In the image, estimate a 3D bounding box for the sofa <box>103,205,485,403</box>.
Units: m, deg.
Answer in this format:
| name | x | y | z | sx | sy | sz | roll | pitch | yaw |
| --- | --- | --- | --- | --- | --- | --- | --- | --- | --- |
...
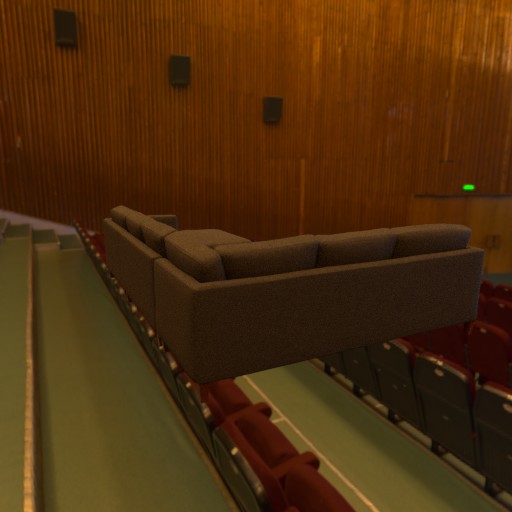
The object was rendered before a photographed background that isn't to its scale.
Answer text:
| name | x | y | z | sx | sy | sz | roll | pitch | yaw |
| --- | --- | --- | --- | --- | --- | --- | --- | --- | --- |
| sofa | 0.000 | 0.000 | 4.661 | 2.594 | 0.961 | 3.460 | -6 | 14 | -26 |
